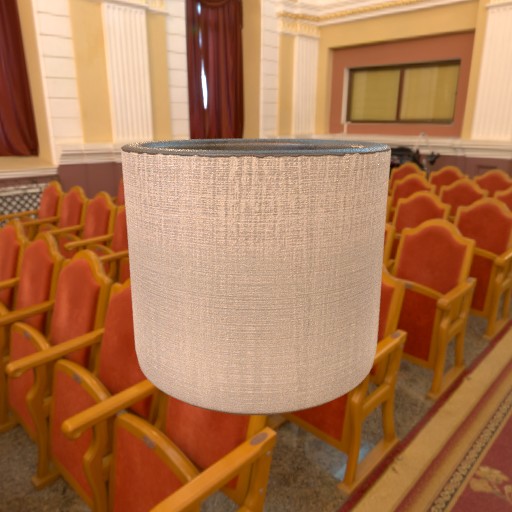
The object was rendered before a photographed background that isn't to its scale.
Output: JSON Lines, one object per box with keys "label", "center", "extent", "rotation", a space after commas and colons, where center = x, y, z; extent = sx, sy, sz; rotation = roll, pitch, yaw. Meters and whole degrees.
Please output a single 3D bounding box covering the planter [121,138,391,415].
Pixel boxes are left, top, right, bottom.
{"label": "planter", "center": [0.000, 0.000, 0.226], "extent": [0.125, 0.112, 0.125], "rotation": [0, 17, 0]}
